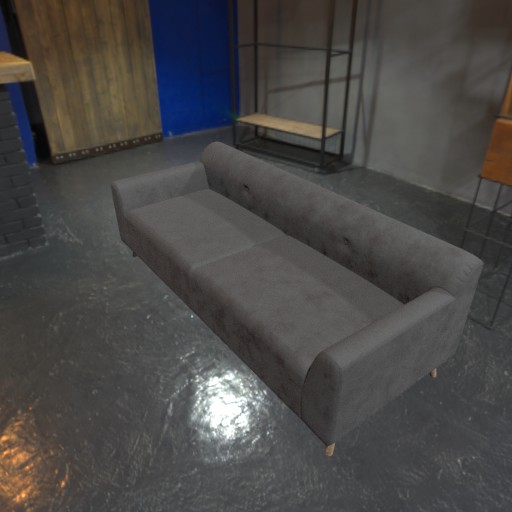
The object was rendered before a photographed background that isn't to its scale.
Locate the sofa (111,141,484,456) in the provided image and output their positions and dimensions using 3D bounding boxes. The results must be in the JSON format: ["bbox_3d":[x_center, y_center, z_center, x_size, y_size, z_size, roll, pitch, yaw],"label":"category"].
[{"bbox_3d":[0.000,0.000,2.645,0.900,0.740,2.190,-21,37,-31],"label":"sofa"}]
